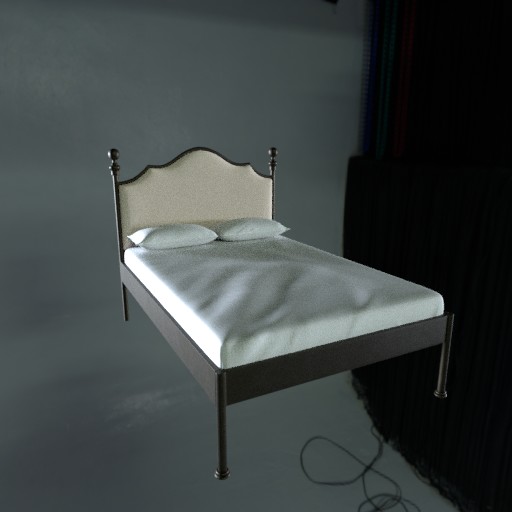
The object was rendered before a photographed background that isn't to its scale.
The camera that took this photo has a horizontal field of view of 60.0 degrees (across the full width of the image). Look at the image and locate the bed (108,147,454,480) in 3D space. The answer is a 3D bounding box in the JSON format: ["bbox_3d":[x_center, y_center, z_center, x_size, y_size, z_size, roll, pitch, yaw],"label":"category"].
[{"bbox_3d":[0.000,0.000,3.102,1.533,1.462,2.170,-7,16,-27],"label":"bed"}]
